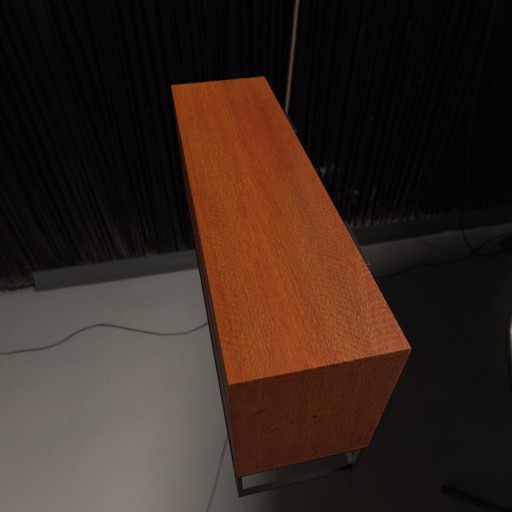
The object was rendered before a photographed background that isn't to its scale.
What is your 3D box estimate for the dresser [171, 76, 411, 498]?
[{"bbox_3d":[0.000,0.000,1.832,0.464,0.810,1.536,-9,46,-9],"label":"dresser"}]
